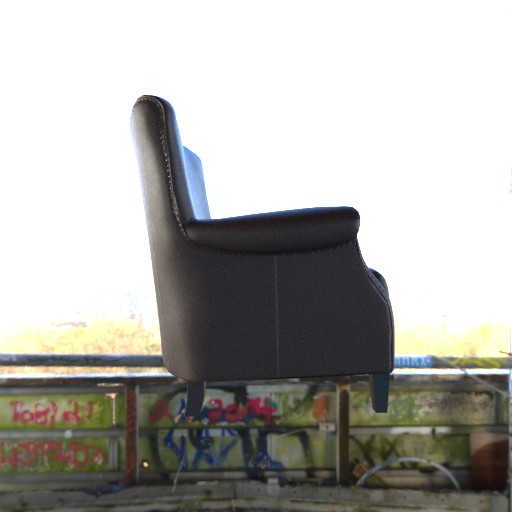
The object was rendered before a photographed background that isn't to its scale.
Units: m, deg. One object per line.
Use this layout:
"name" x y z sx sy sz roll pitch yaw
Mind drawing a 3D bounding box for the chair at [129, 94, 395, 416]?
"chair" 0.000 0.000 1.374 0.746 0.800 0.700 0 0 -1
